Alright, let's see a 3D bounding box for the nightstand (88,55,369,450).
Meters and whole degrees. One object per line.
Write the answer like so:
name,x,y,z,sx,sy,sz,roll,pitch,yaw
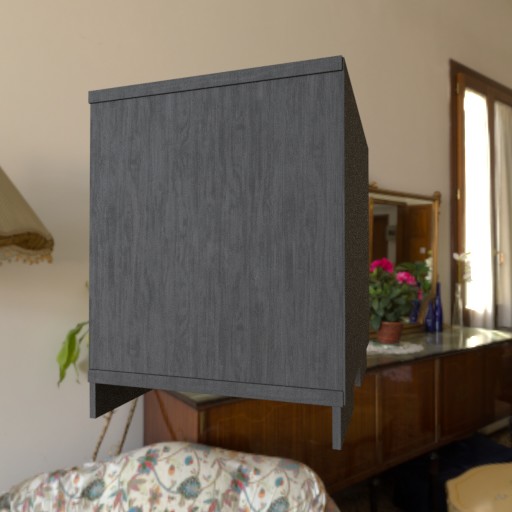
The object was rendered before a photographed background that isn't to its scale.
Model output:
nightstand,0.000,0.000,0.755,0.347,0.448,0.427,0,-1,18
